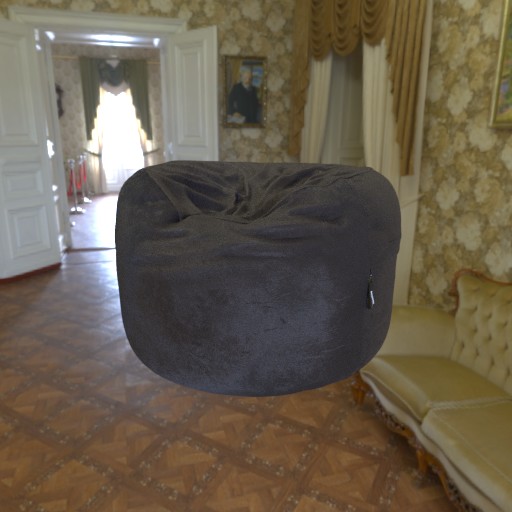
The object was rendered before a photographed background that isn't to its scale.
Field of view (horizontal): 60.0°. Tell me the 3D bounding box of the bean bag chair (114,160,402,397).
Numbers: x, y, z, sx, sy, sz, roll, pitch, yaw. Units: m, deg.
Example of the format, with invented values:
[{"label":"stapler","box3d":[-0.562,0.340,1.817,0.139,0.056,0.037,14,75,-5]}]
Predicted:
[{"label":"bean bag chair","box3d":[0.000,0.000,1.487,0.918,0.605,0.918,0,15,0]}]
